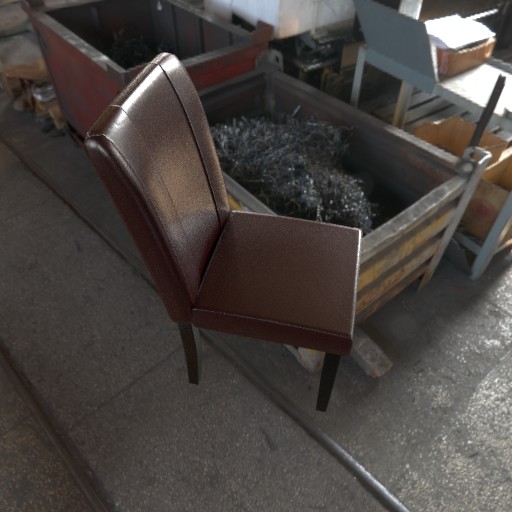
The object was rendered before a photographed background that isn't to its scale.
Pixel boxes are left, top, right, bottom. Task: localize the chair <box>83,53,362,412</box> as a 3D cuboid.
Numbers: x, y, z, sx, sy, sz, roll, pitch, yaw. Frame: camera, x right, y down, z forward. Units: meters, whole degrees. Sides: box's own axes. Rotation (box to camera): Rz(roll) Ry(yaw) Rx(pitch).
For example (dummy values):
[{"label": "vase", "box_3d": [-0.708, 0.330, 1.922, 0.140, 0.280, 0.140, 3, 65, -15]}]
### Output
[{"label": "chair", "box_3d": [0.000, 0.000, 1.188, 0.556, 0.897, 0.399, 9, 47, 9]}]
